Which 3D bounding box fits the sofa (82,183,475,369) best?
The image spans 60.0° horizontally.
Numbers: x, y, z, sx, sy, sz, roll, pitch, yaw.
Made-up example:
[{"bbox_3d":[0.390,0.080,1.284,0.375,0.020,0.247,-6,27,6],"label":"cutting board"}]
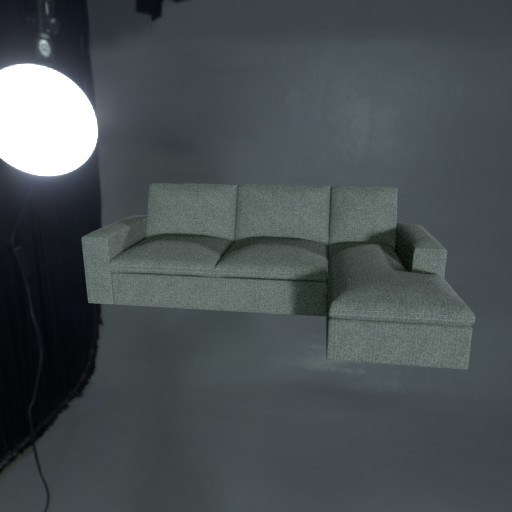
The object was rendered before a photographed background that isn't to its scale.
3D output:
[{"bbox_3d":[0.000,0.000,3.414,2.718,0.940,1.689,2,15,8],"label":"sofa"}]
